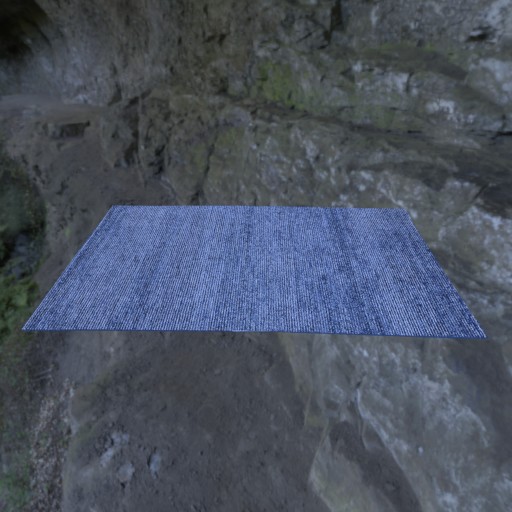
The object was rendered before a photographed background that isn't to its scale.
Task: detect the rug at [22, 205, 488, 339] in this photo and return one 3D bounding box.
[{"bbox_3d":[0.000,0.000,2.194,1.793,0.025,1.159,1,31,1],"label":"rug"}]
